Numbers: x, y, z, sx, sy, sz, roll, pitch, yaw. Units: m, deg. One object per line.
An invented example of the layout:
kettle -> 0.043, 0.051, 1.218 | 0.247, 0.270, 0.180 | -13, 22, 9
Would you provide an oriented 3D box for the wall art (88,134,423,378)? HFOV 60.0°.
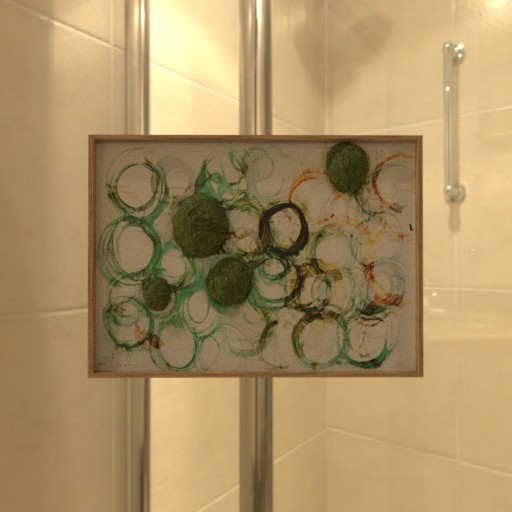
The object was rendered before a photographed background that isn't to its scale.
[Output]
wall art -> 0.000, 0.000, 1.121 | 0.841, 0.609, 0.063 | 0, 0, 0
